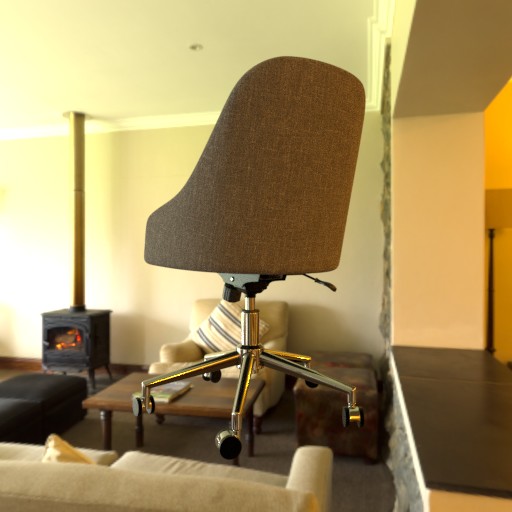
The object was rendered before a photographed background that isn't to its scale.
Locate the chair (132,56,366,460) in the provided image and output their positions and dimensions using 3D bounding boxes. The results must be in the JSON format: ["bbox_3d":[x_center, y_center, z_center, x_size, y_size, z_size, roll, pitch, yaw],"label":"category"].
[{"bbox_3d":[0.000,0.000,1.386,0.671,0.950,0.712,0,0,-35],"label":"chair"}]
